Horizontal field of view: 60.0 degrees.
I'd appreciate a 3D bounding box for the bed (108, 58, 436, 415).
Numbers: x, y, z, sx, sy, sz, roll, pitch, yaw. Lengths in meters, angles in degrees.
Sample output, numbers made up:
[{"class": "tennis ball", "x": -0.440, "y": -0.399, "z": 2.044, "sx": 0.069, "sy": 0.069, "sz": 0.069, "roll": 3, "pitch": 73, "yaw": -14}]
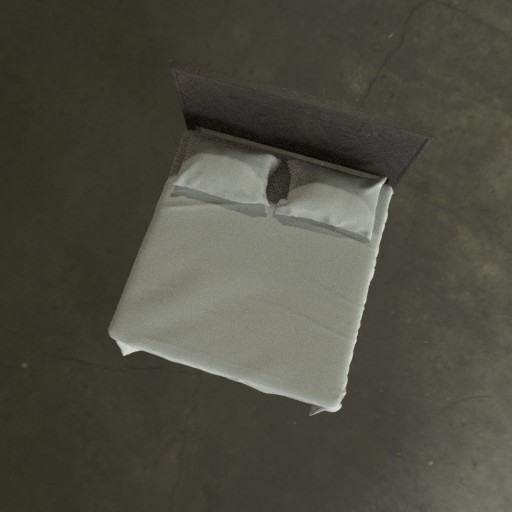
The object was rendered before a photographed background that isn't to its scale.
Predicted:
[{"class": "bed", "x": 0.000, "y": 0.000, "z": 2.951, "sx": 1.772, "sy": 1.142, "sz": 1.785, "roll": 16, "pitch": 76, "yaw": 4}]
